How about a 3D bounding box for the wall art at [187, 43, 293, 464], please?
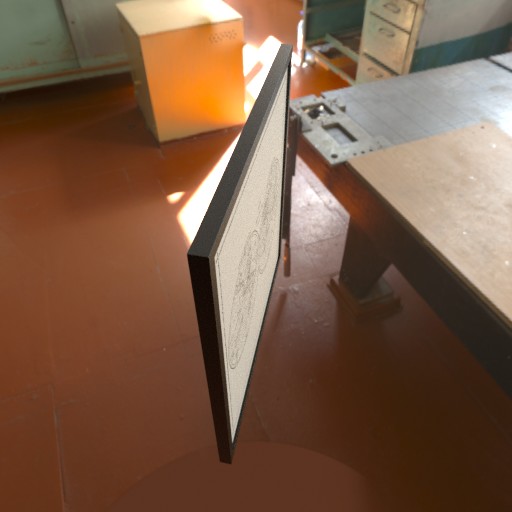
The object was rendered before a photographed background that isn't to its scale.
[{"bbox_3d":[0.000,0.000,1.144,0.031,0.775,0.773,9,46,8],"label":"wall art"}]
